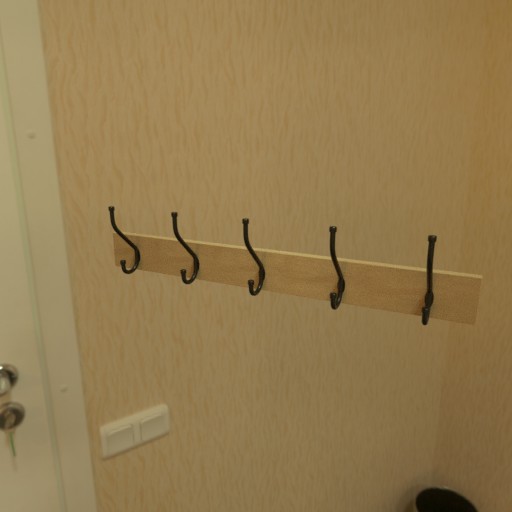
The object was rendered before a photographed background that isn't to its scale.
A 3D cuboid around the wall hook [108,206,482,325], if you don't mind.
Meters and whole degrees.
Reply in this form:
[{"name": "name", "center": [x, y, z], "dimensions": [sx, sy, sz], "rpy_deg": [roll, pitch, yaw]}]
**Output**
[{"name": "wall hook", "center": [0.000, 0.000, 0.625], "dimensions": [0.571, 0.117, 0.071], "rpy_deg": [7, 17, 25]}]
